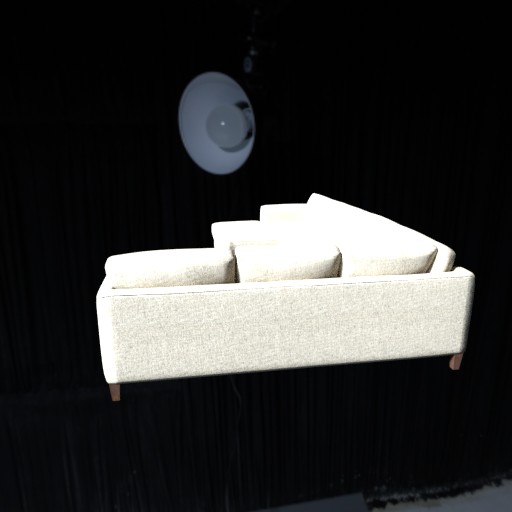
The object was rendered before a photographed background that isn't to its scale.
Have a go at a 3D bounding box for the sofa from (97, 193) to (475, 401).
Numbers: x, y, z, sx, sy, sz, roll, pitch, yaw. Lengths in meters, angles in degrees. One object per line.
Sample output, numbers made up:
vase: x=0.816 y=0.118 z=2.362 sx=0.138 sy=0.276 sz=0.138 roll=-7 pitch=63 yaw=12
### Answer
sofa: x=0.000 y=0.000 z=4.578 sx=2.593 sy=0.959 sz=3.460 roll=-2 pitch=15 yaw=-9
